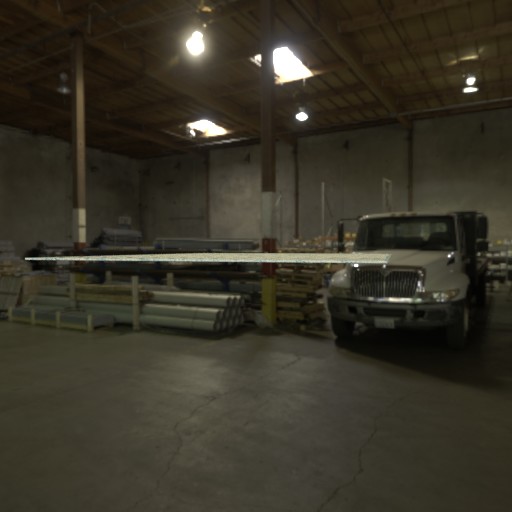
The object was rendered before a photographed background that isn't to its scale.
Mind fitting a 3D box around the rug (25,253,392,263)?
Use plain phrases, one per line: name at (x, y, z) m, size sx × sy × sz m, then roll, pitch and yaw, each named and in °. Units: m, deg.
rug at (0.000, 0.000, 4.187) m, size 2.441 × 0.013 × 3.056 m, roll 0°, pitch 1°, yaw 17°
